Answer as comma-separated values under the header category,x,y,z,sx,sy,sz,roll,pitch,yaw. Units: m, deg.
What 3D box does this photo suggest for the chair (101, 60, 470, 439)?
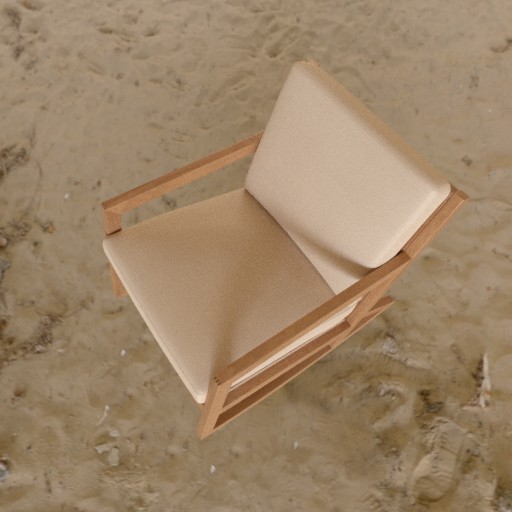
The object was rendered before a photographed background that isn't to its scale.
category,x,y,z,sx,sy,sz,roll,pitch,yaw
chair,0.000,0.000,1.378,0.857,0.790,0.622,-32,66,-16
